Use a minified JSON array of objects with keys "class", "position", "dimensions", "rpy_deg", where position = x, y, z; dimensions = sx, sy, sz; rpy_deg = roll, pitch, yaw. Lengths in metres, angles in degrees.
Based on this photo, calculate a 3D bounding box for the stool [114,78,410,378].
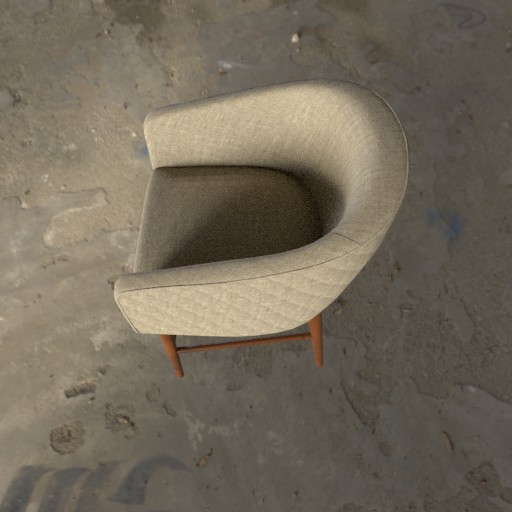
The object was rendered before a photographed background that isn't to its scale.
[{"class":"stool","position":[0.000,0.000,1.328],"dimensions":[0.635,0.952,0.559],"rpy_deg":[0,60,0]}]
